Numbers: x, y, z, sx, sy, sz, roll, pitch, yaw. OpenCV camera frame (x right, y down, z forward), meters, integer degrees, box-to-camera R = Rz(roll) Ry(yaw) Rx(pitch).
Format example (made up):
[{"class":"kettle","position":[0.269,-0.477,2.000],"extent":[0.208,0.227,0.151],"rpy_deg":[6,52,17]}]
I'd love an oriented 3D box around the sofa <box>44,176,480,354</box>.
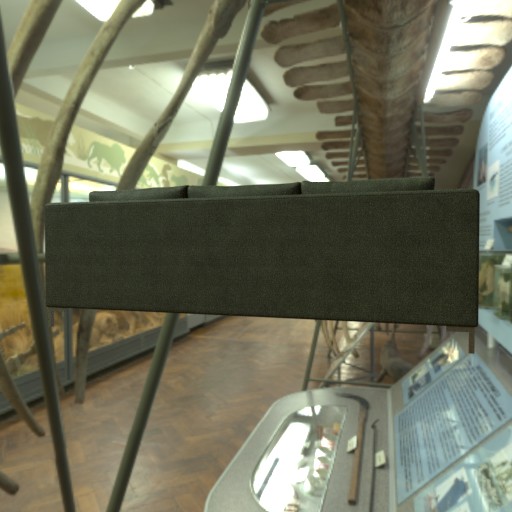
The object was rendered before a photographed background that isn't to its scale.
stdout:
[{"class":"sofa","position":[0.000,0.000,2.827],"extent":[2.415,0.867,0.969],"rpy_deg":[0,1,17]}]
